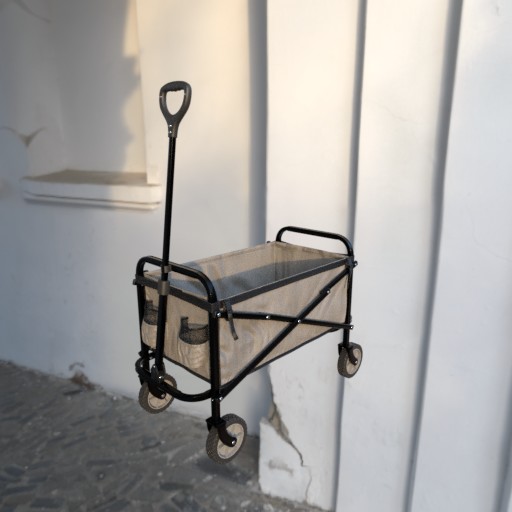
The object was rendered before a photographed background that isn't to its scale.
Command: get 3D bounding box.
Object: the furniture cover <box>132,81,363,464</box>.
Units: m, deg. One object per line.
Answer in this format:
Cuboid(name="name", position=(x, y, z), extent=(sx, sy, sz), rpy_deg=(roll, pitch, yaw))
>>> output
Cuboid(name="furniture cover", position=(0.000, 0.000, 1.838), extent=(0.532, 1.295, 1.038), rpy_deg=(14, 20, 42))
